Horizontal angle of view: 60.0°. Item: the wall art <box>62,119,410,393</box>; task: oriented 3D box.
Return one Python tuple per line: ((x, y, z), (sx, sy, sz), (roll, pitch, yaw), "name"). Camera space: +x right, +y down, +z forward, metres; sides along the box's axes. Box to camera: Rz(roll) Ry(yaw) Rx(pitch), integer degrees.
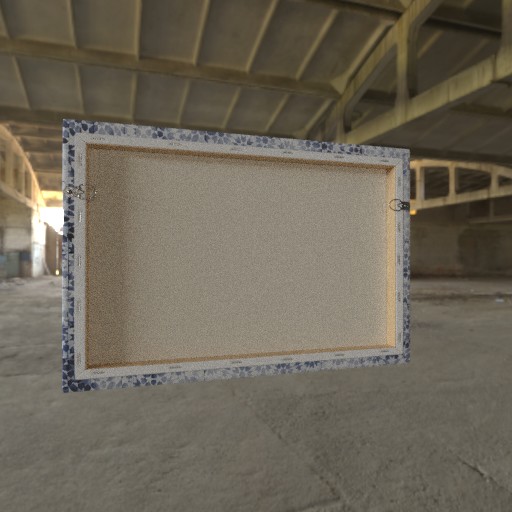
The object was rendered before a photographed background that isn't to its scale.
((0.000, 0.000, 0.760), (0.608, 0.406, 0.030), (0, 0, -18), "wall art")
